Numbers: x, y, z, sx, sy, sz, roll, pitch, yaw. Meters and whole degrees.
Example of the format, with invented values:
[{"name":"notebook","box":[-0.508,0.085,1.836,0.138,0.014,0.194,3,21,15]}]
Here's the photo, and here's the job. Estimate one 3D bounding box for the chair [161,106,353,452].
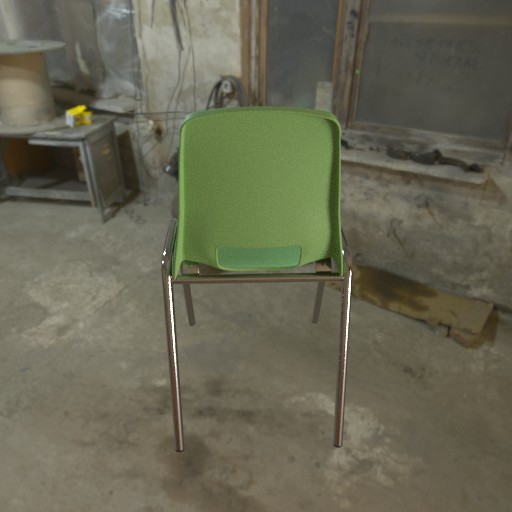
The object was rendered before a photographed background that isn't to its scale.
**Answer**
[{"name":"chair","box":[0.000,0.000,0.945,0.381,0.704,0.436,-1,31,-2]}]
